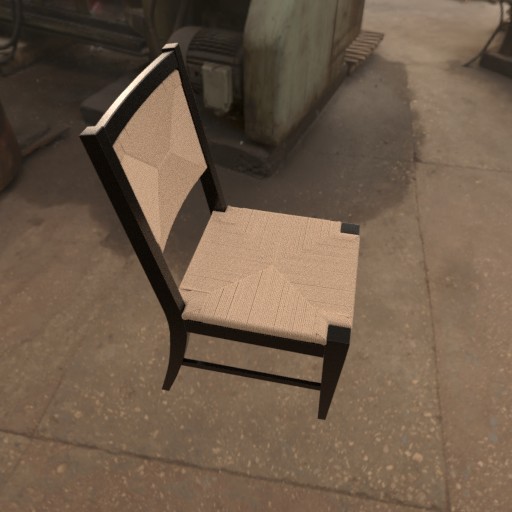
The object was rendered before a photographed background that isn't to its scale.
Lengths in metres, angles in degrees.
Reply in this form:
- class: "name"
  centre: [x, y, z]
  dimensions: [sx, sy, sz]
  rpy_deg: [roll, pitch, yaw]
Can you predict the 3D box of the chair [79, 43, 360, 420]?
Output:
- class: "chair"
  centre: [0.000, 0.000, 1.211]
  dimensions: [0.552, 0.927, 0.437]
  rpy_deg: [9, 46, 9]
